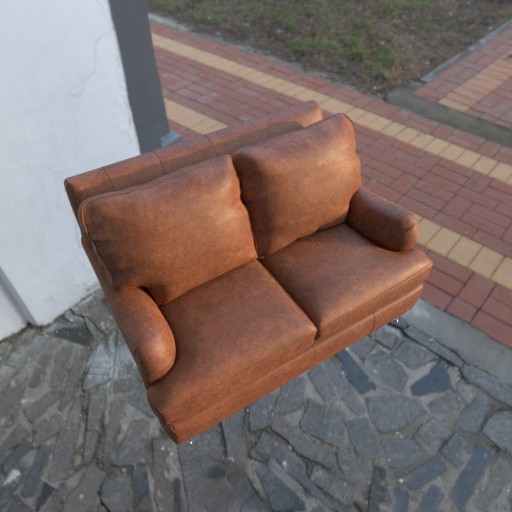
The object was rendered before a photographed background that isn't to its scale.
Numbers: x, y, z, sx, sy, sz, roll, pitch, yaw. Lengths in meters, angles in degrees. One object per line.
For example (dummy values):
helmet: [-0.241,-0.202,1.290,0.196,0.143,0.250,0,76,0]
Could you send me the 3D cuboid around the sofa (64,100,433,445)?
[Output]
sofa: [0.000,0.000,2.256,1.527,1.004,1.077,-24,51,-21]
